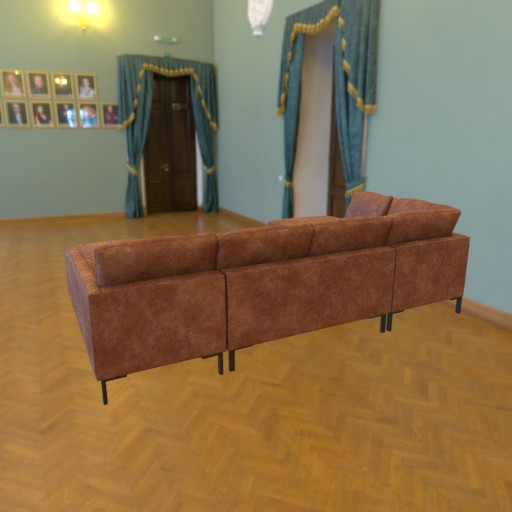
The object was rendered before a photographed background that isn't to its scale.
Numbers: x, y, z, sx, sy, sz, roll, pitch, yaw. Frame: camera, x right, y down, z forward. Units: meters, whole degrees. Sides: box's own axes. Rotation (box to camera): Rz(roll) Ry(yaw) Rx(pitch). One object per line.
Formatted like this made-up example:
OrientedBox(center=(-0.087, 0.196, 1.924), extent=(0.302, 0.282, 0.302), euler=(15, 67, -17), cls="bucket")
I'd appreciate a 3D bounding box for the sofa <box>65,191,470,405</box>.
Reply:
OrientedBox(center=(0.000, 0.000, 3.775), extent=(2.956, 0.900, 1.939), euler=(-8, 17, -26), cls="sofa")
